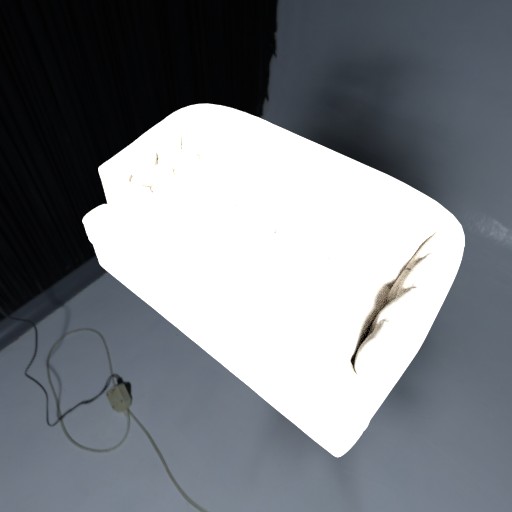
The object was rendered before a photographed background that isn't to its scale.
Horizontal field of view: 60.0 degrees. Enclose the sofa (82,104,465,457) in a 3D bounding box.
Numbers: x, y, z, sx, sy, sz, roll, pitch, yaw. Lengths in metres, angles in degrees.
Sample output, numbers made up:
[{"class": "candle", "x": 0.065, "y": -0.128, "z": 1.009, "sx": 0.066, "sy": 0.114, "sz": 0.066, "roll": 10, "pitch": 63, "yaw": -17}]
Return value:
[{"class": "sofa", "x": 0.000, "y": 0.000, "z": 2.245, "sx": 1.731, "sy": 0.878, "sz": 0.940, "roll": 32, "pitch": 54, "yaw": 27}]
